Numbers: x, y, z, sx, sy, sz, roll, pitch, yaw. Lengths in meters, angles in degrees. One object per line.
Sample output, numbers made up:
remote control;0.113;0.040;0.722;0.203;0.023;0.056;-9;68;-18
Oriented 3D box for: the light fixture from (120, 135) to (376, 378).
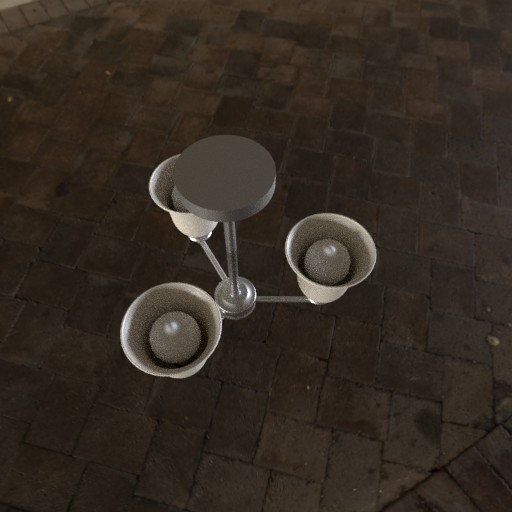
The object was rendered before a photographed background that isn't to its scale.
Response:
light fixture;0.000;0.000;0.674;0.354;0.370;0.388;1;57;1
